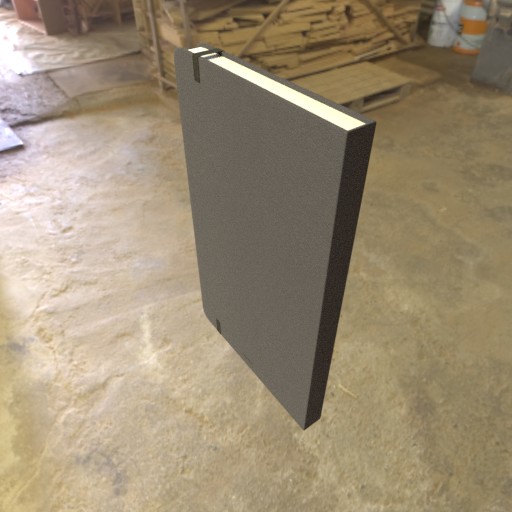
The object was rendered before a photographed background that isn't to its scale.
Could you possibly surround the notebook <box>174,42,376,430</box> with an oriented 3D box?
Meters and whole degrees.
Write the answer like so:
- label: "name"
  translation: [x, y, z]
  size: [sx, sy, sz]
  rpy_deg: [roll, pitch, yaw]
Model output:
- label: "notebook"
  translation: [0.000, 0.000, 0.265]
  size: [0.016, 0.213, 0.127]
  rpy_deg: [-26, 48, -26]
